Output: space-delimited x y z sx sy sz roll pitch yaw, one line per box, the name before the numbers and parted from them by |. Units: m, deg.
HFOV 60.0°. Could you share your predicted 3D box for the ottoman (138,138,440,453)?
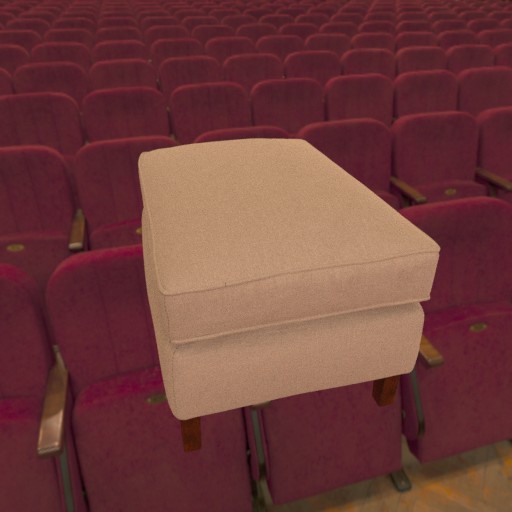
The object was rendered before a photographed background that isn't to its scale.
ottoman | 0.000 0.000 1.016 0.501 0.456 0.665 -8 32 -13
